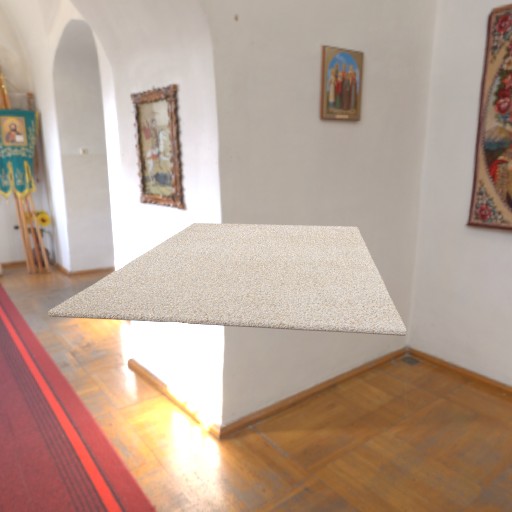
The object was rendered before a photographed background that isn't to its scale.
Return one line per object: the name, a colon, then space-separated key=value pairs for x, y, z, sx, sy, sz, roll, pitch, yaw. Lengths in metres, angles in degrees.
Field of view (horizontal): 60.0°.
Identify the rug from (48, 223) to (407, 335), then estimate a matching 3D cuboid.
rug: x=0.000 y=0.000 z=3.457 sx=1.778 sy=0.030 sz=2.743 roll=2 pitch=14 yaw=8
